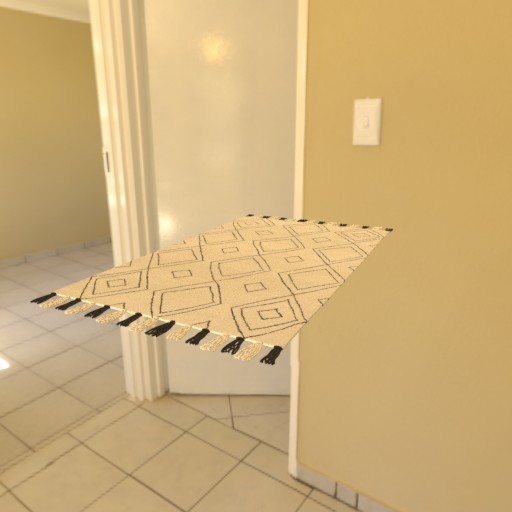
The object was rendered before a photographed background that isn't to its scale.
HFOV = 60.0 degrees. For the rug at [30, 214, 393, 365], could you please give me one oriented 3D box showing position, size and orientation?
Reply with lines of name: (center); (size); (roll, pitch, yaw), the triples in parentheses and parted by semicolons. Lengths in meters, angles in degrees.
rug: (0.000, 0.000, 3.326); (1.524, 0.021, 2.755); (8, 19, 25)
